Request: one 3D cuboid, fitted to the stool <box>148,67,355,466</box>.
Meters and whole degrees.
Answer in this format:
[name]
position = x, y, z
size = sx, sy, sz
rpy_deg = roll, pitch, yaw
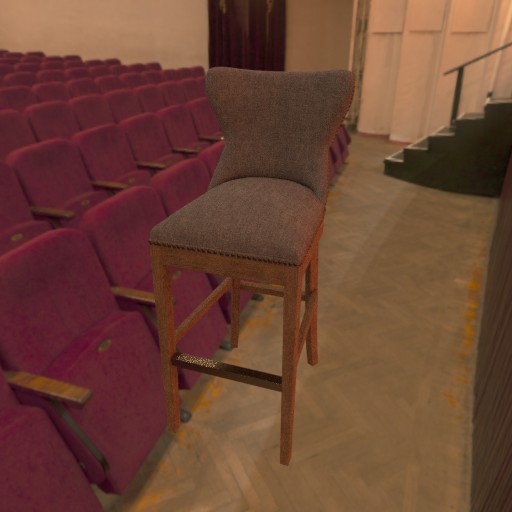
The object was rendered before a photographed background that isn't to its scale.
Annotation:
[stool]
position = 0.000, 0.000, 1.462
size = 0.494, 1.123, 0.606
rpy_deg = 9, 27, 17
